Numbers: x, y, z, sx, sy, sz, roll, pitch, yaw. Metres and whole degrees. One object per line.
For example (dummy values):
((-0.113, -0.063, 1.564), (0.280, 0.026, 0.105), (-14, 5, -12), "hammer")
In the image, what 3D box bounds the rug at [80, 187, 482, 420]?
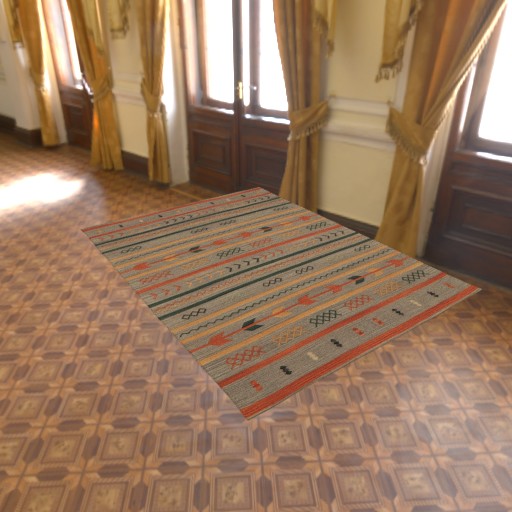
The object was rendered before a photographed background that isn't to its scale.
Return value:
((0.000, 0.000, 4.027), (2.263, 0.022, 3.029), (-18, 33, -31), "rug")
